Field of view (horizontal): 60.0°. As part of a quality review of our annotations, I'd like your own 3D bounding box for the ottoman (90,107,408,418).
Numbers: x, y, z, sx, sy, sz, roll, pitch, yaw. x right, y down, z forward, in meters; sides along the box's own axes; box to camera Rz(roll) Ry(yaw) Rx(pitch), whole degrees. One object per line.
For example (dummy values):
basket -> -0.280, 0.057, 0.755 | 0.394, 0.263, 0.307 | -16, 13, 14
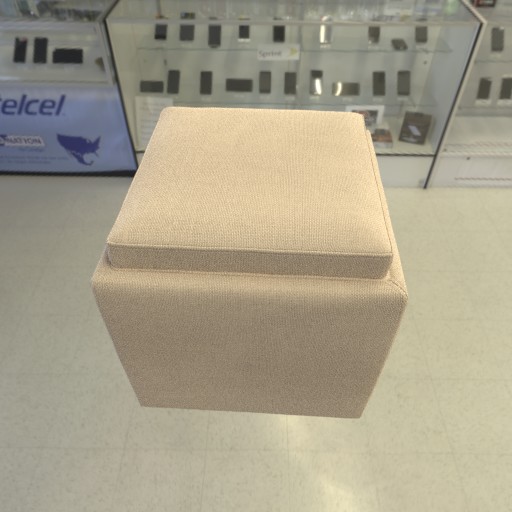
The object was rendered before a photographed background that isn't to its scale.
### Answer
ottoman -> 0.000, 0.000, 0.856 | 0.451, 0.460, 0.450 | 2, 46, 2
